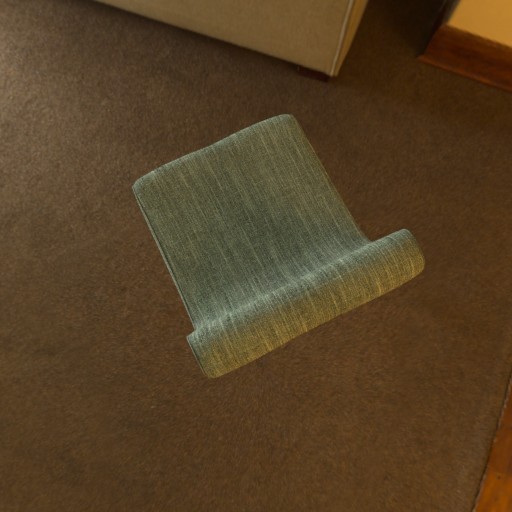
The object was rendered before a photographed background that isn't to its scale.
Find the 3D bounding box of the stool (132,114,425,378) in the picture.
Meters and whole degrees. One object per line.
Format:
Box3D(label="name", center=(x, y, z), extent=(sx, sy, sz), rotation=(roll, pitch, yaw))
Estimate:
Box3D(label="stool", center=(0.000, 0.000, 1.237), extent=(0.426, 0.965, 0.499), rotation=(-26, 78, -6))
